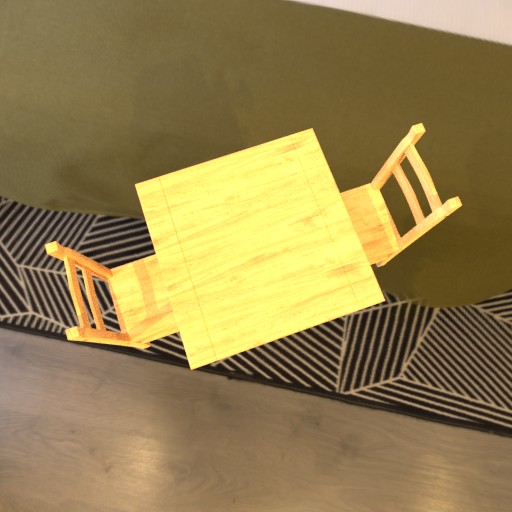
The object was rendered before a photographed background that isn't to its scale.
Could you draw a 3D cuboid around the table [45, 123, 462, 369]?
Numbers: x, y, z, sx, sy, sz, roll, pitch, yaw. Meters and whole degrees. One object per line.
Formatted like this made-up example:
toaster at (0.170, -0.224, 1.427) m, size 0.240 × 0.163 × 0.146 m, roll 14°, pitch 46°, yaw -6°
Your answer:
table at (0.000, 0.000, 2.088) m, size 1.501 × 0.942 × 0.813 m, roll -19°, pitch 77°, yaw -5°
